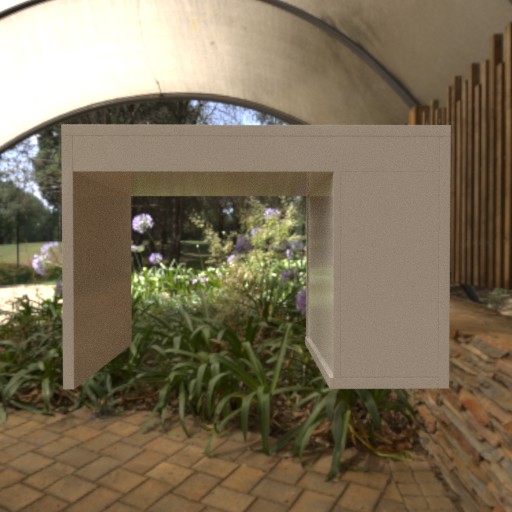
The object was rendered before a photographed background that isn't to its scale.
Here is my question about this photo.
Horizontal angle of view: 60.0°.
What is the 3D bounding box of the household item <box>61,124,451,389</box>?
[{"bbox_3d":[0.000,0.000,1.554,1.100,0.749,0.597,0,1,0],"label":"household item"}]
